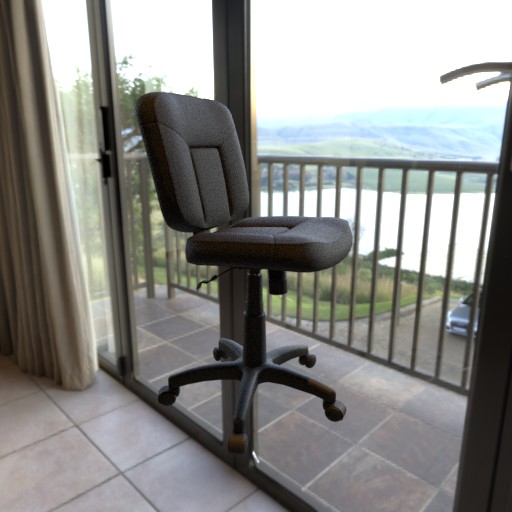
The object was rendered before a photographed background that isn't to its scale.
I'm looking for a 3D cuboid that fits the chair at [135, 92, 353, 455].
[{"bbox_3d":[0.000,0.000,1.372,0.610,0.972,0.610,7,16,26],"label":"chair"}]
